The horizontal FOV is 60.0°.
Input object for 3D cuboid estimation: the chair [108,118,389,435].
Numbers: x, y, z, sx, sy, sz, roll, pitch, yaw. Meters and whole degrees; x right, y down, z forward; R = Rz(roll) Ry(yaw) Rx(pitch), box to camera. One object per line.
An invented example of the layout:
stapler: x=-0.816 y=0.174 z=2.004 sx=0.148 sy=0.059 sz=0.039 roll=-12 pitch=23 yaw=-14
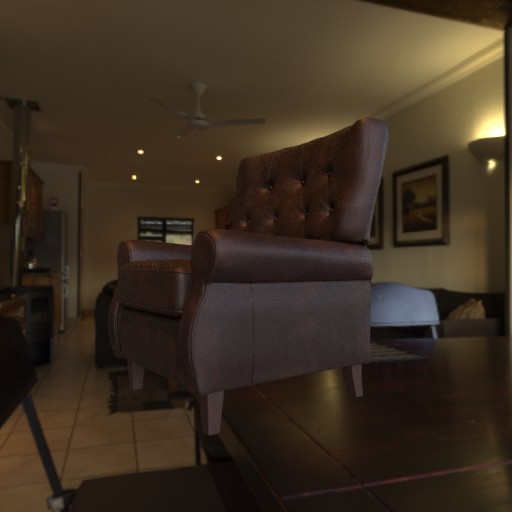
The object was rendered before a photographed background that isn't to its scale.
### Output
chair: x=0.000 y=0.000 z=1.935 sx=1.058 sy=1.158 sz=0.948 roll=1 pitch=-2 yaw=-36
